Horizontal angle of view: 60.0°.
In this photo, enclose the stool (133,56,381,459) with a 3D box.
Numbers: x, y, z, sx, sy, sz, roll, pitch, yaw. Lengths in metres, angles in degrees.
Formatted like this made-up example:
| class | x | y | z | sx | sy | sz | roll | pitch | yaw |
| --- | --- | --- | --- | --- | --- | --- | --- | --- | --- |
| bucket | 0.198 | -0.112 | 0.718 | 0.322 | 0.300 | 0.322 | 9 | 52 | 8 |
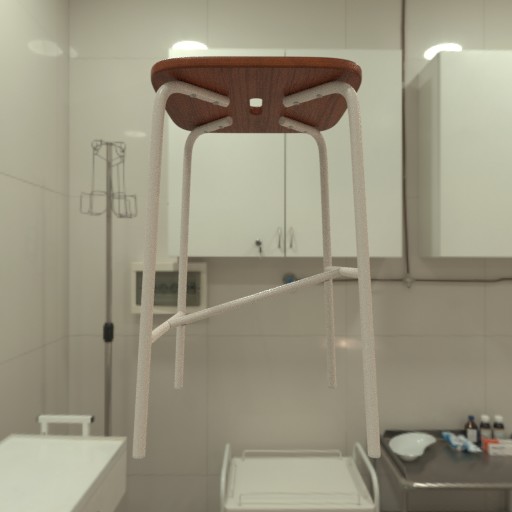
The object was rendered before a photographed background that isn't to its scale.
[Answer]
| class | x | y | z | sx | sy | sz | roll | pitch | yaw |
| --- | --- | --- | --- | --- | --- | --- | --- | --- | --- |
| stool | 0.000 | 0.000 | 0.854 | 0.376 | 0.610 | 0.376 | 0 | 0 | 0 |
